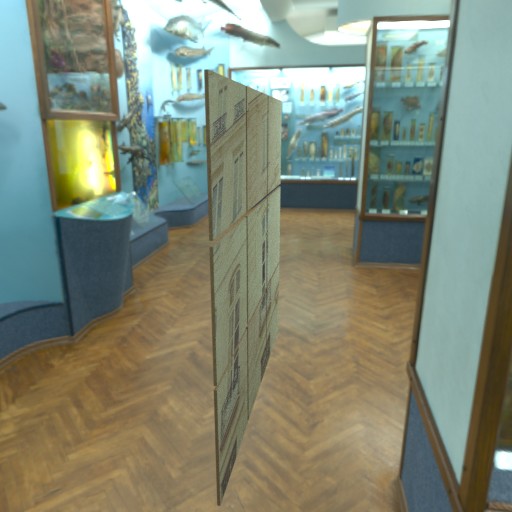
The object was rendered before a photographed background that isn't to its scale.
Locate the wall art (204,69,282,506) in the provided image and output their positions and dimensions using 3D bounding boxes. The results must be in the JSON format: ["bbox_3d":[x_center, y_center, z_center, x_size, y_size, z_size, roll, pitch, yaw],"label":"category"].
[{"bbox_3d":[0.000,0.000,2.175,0.023,1.522,1.526,3,16,11],"label":"wall art"}]
